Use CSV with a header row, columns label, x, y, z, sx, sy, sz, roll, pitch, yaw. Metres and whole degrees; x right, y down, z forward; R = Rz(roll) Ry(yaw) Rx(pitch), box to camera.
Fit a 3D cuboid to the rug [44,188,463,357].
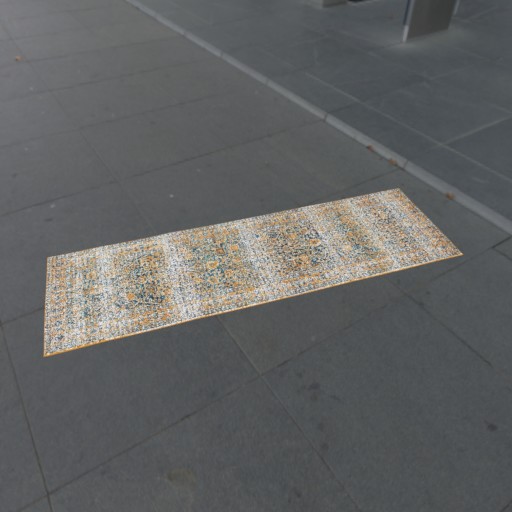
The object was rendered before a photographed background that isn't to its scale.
label,x,y,z,sx,sy,sz,roll,pitch,yaw
rug,0.000,0.000,2.551,2.294,0.014,0.704,-12,44,-13
